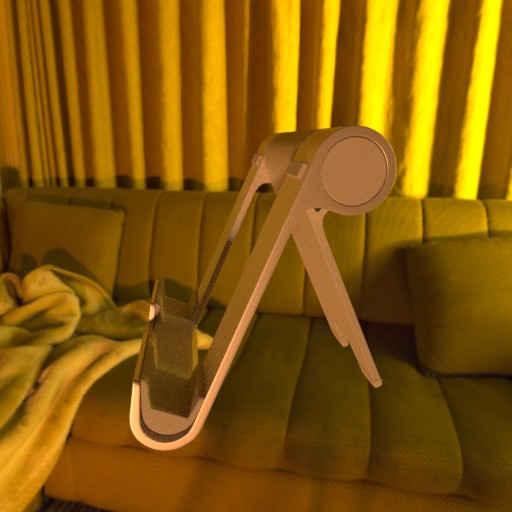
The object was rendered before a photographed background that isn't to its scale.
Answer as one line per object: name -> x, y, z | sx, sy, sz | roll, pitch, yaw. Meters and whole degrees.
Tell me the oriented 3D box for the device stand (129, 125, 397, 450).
device stand -> 0.000, 0.000, 0.153 | 0.079, 0.084, 0.086 | -2, 15, -8
